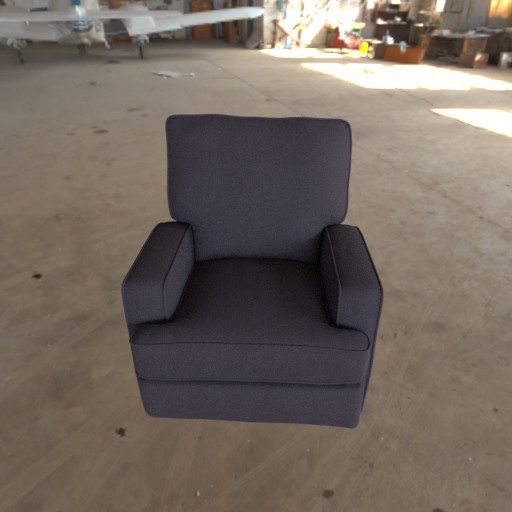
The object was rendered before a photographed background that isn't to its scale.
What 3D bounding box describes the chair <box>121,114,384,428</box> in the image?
[{"bbox_3d":[0.000,0.000,1.737,0.861,0.962,0.964,1,30,2],"label":"chair"}]
